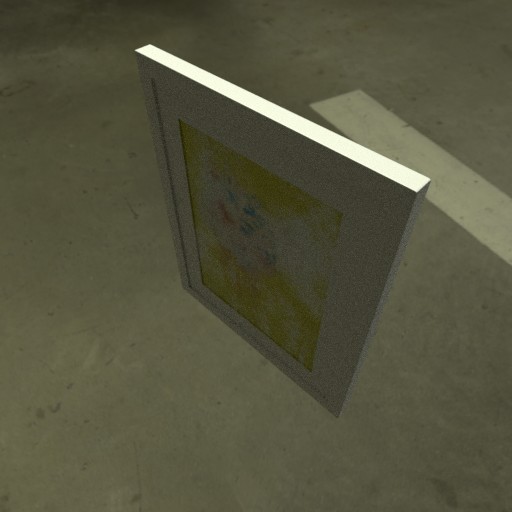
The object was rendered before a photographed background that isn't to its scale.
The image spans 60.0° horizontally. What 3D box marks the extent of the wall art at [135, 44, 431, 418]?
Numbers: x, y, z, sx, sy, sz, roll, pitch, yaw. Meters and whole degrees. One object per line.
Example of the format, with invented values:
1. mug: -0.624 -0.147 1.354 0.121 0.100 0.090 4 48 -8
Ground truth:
1. wall art: 0.000 0.000 0.743 0.454 0.556 0.028 35 57 27
